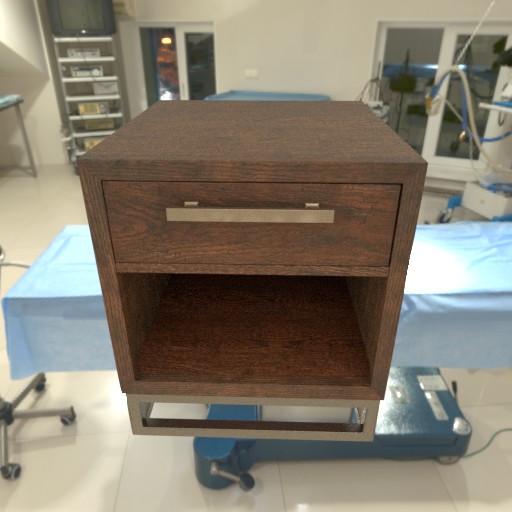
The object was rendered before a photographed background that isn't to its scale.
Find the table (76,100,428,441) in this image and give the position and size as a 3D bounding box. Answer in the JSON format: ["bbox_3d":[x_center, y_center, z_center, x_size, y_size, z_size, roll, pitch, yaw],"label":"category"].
[{"bbox_3d":[0.000,0.000,0.997,0.506,0.582,0.566,1,28,2],"label":"table"}]
